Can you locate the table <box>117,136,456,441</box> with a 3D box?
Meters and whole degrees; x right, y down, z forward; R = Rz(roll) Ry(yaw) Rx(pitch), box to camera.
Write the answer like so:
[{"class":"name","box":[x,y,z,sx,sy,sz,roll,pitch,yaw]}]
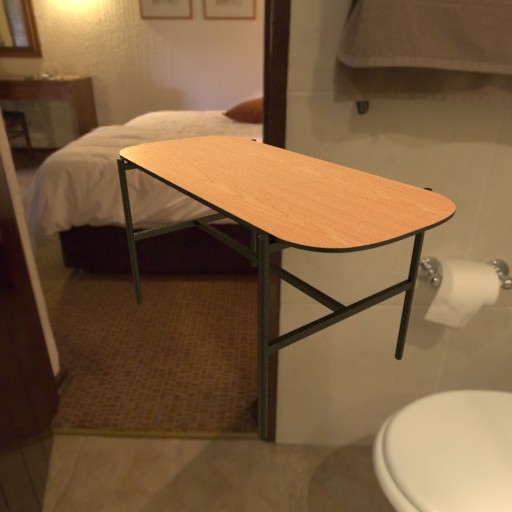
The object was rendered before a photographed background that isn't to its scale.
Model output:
[{"class":"table","box":[0.000,0.000,1.025,0.400,0.400,0.800,-17,31,-32]}]
